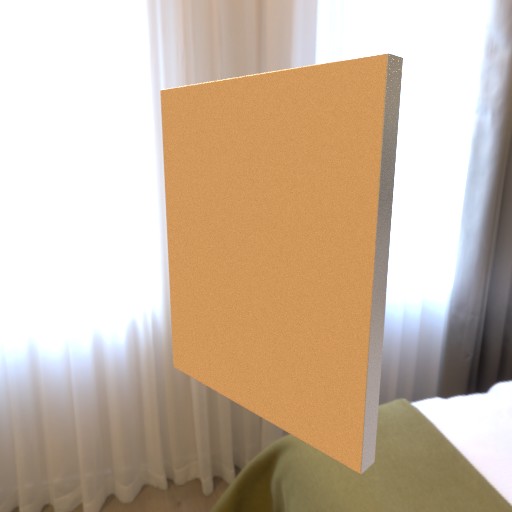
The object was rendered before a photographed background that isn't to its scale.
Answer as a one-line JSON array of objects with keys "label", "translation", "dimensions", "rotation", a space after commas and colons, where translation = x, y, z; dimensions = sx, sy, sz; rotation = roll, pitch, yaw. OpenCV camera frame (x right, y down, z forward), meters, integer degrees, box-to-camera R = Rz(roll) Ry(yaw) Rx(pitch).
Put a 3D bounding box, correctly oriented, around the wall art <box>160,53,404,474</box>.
[{"label": "wall art", "translation": [0.000, 0.000, 0.727], "dimensions": [0.452, 0.549, 0.038], "rotation": [13, 19, 43]}]
